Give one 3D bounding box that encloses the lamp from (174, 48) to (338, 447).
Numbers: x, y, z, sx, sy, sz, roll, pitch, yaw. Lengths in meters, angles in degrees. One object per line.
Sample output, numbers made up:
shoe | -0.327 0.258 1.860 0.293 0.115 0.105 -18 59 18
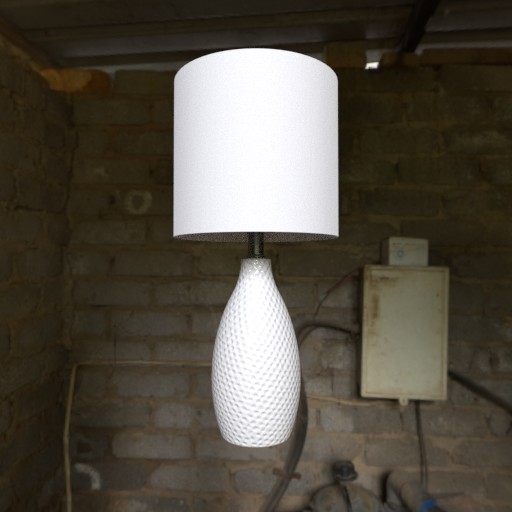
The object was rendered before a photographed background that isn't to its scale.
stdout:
lamp | 0.000 0.000 0.587 0.214 0.466 0.214 1 -2 -35
